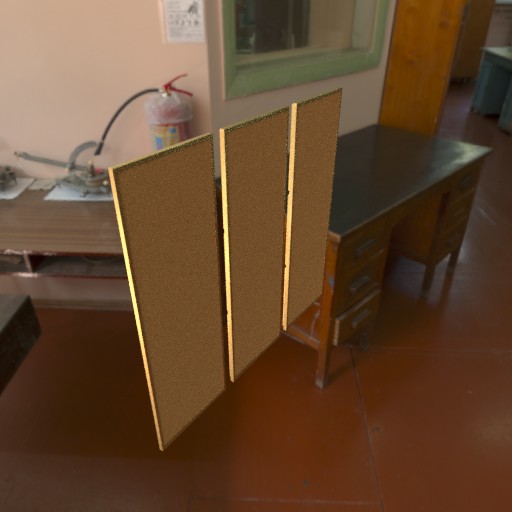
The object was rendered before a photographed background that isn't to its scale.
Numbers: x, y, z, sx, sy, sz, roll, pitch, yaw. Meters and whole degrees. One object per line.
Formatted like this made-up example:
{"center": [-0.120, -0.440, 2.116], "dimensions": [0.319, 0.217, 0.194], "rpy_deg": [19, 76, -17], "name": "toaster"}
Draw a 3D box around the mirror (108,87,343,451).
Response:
{"center": [0.000, 0.000, 1.493], "dimensions": [0.023, 0.926, 1.011], "rpy_deg": [21, 38, 30], "name": "mirror"}
